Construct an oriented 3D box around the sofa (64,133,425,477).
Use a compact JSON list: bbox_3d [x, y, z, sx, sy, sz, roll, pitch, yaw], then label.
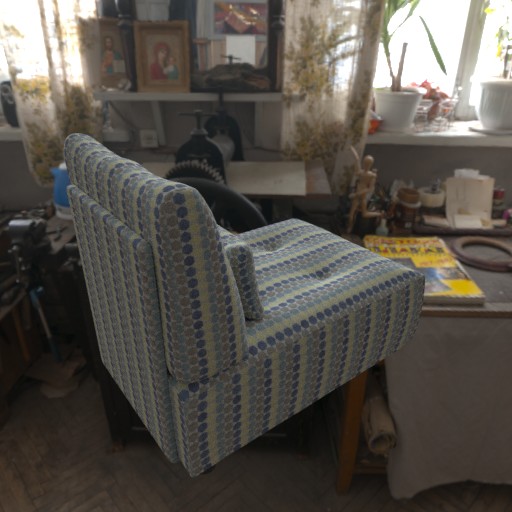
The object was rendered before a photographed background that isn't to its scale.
[{"bbox_3d":[0.000,0.000,1.503,1.000,0.820,0.700,-19,33,-33],"label":"sofa"}]
